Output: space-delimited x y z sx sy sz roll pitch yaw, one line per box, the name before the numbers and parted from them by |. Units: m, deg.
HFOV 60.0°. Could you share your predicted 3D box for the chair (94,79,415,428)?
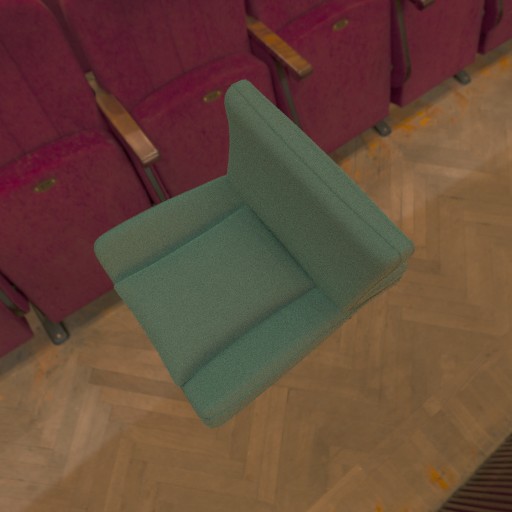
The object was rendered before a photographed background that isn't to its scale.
chair | 0.000 0.000 1.701 1.008 0.855 0.859 -33 68 -15
